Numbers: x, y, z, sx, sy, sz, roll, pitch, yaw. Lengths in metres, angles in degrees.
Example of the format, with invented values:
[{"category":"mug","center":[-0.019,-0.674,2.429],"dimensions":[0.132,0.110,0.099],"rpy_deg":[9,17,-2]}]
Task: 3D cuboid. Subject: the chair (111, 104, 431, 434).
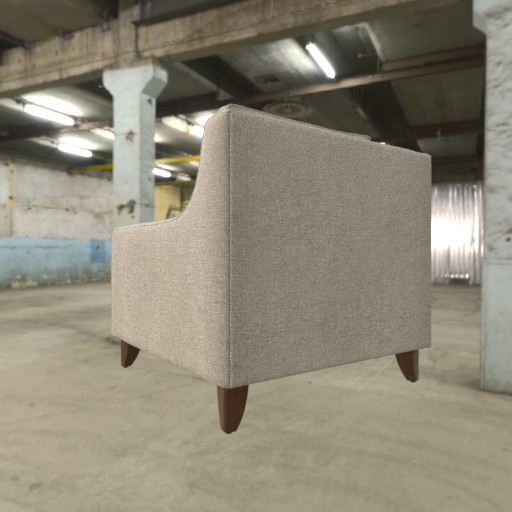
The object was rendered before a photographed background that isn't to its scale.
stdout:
[{"category":"chair","center":[0.000,0.000,1.629],"dimensions":[0.838,0.864,0.918],"rpy_deg":[0,0,-36]}]
